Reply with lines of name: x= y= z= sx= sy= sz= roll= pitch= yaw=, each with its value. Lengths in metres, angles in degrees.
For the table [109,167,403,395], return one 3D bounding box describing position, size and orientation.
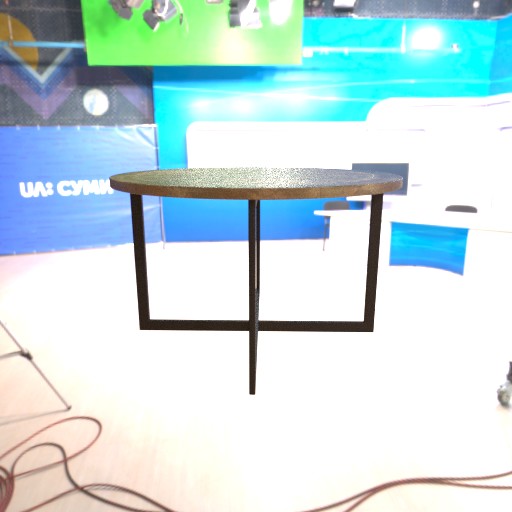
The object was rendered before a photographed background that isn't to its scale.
table: x=0.000 y=0.000 z=2.095 sx=1.264 sy=0.762 sz=1.264 roll=0 pitch=14 yaw=0
